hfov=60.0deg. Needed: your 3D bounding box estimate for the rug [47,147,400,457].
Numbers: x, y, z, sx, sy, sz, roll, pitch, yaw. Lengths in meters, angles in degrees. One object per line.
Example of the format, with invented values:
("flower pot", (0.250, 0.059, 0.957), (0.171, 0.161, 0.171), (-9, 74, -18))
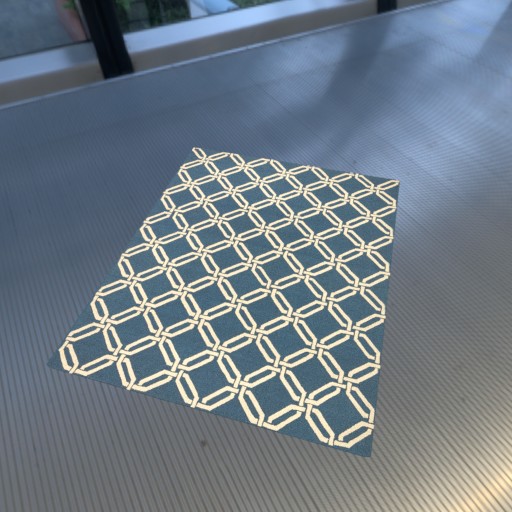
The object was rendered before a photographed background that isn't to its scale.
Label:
("rug", (0.000, 0.000, 3.850), (2.277, 0.020, 2.867), (12, 48, 11))
